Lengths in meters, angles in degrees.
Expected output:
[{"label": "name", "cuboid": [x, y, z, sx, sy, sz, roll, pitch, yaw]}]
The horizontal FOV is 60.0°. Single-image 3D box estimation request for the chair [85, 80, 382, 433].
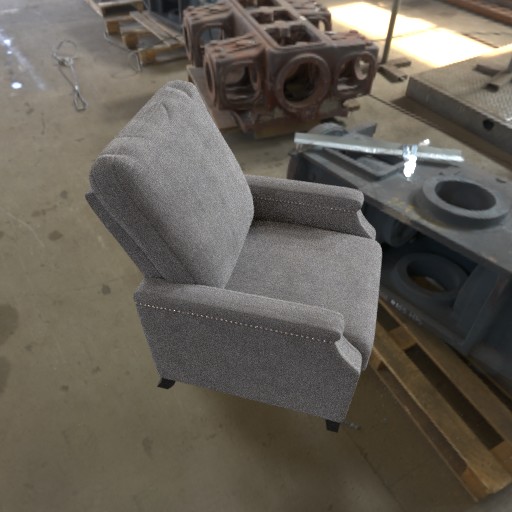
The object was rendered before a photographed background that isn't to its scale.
[{"label": "chair", "cuboid": [0.000, 0.000, 1.636, 0.922, 1.049, 0.710, 11, 47, 10]}]
